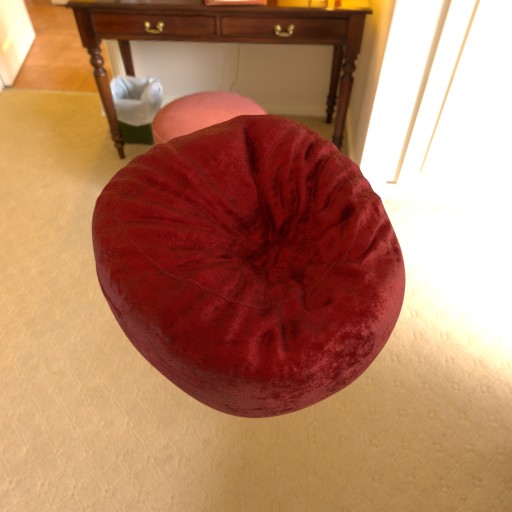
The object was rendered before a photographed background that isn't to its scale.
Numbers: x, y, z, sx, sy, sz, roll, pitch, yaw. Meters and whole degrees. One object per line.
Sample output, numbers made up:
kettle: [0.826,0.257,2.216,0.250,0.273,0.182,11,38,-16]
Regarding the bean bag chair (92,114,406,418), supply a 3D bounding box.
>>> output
bean bag chair: [0.000,0.000,2.318,1.524,0.878,1.524,-26,53,-21]
